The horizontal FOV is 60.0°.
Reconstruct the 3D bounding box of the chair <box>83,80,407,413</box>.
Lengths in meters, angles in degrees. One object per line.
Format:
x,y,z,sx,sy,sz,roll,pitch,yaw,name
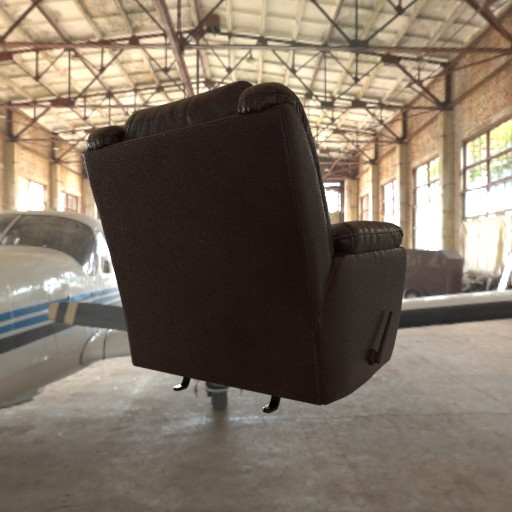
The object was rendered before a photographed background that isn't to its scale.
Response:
0.000,0.000,1.851,0.990,1.093,1.041,0,0,35,chair
